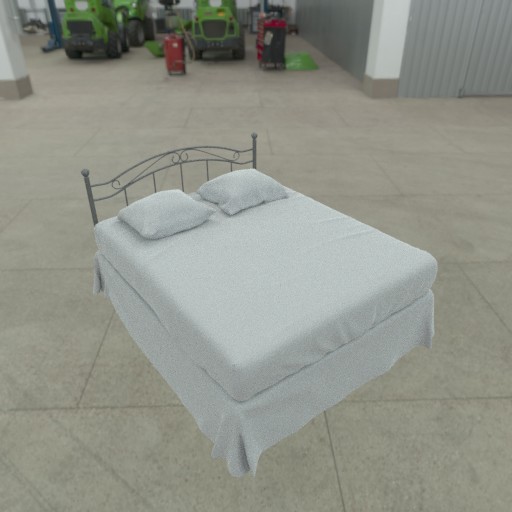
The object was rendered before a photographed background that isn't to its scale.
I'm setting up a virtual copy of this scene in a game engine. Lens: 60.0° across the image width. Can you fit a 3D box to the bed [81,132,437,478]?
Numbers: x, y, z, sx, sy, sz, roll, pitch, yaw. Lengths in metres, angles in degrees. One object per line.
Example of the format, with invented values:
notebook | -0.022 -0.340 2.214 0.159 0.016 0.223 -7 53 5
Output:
bed | 0.000 0.000 3.267 1.936 1.080 2.215 -22 37 -31
